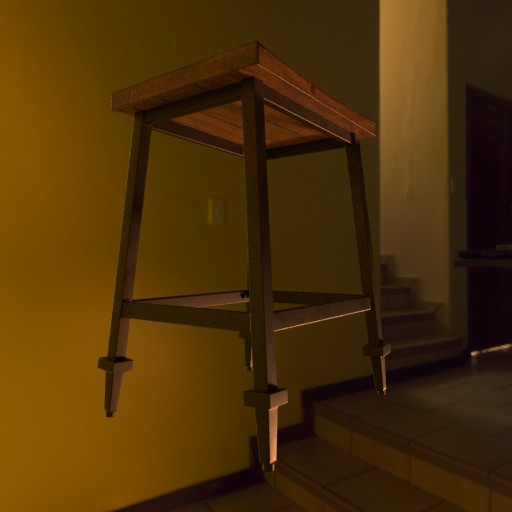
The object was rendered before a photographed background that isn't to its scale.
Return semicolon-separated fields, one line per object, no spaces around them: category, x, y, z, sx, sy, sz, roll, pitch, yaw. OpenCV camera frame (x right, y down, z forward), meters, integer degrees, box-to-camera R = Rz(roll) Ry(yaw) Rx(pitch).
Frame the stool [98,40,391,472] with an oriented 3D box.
stool;0.000;0.000;0.936;0.405;0.625;0.486;0;-1;36
